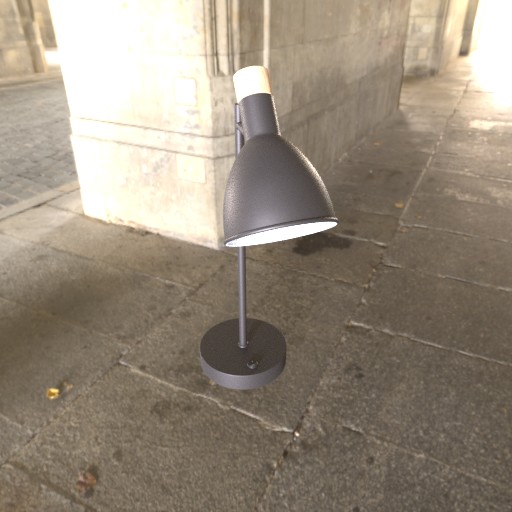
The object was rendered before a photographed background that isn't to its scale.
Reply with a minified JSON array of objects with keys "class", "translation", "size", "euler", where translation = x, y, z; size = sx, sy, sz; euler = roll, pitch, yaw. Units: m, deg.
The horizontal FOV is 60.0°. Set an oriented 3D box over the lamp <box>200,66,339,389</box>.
[{"class":"lamp","translation":[0.000,0.000,0.608],"size":[0.152,0.483,0.287],"euler":[-9,31,-16]}]
